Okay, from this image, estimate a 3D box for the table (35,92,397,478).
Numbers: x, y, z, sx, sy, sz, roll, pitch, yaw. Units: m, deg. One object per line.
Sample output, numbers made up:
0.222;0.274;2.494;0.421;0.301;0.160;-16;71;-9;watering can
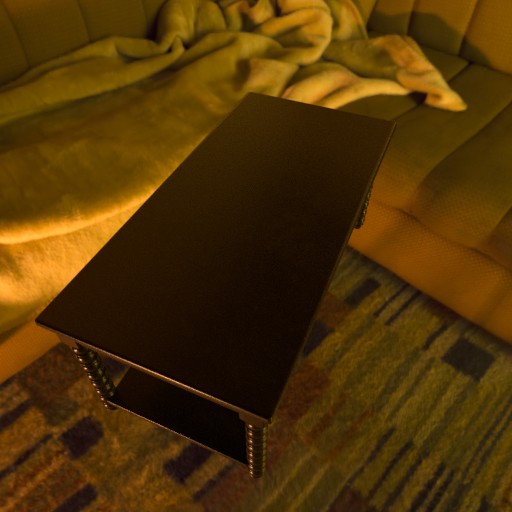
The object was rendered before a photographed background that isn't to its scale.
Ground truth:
0.000;0.000;1.444;0.580;0.487;1.171;18;49;16;table
